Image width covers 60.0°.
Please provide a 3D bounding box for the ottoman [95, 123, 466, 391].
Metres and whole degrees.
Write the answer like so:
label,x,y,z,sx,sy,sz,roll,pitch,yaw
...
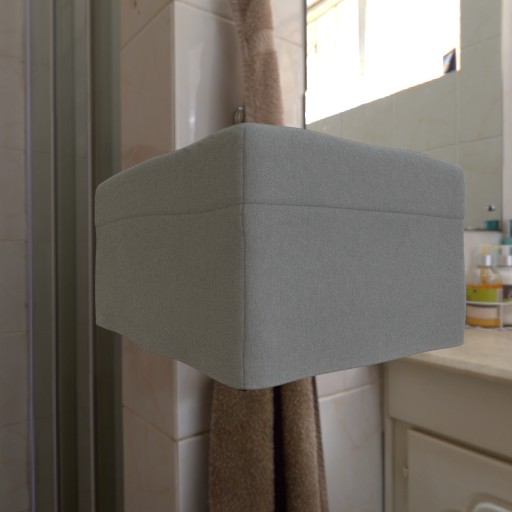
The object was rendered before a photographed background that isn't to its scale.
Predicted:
label,x,y,z,sx,sy,sz,roll,pitch,yaw
ottoman,0.000,0.000,1.195,0.648,0.461,0.833,0,0,-35
